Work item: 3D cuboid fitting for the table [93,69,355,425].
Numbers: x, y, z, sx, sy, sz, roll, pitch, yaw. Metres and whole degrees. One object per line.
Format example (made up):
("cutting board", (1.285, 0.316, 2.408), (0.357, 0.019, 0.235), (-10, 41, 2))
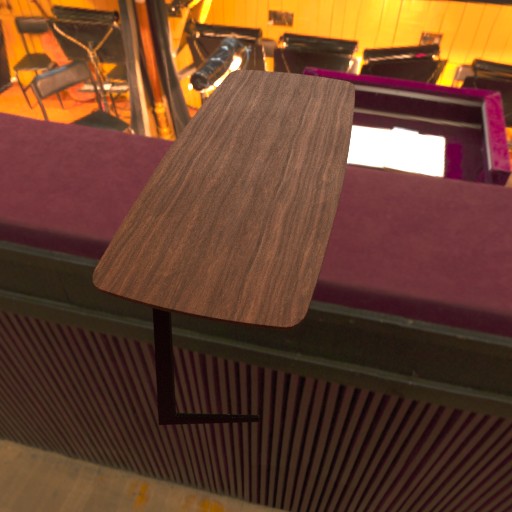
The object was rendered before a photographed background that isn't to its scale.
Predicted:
("table", (0.000, 0.000, 1.102), (0.361, 0.576, 0.804), (10, 47, 10))
